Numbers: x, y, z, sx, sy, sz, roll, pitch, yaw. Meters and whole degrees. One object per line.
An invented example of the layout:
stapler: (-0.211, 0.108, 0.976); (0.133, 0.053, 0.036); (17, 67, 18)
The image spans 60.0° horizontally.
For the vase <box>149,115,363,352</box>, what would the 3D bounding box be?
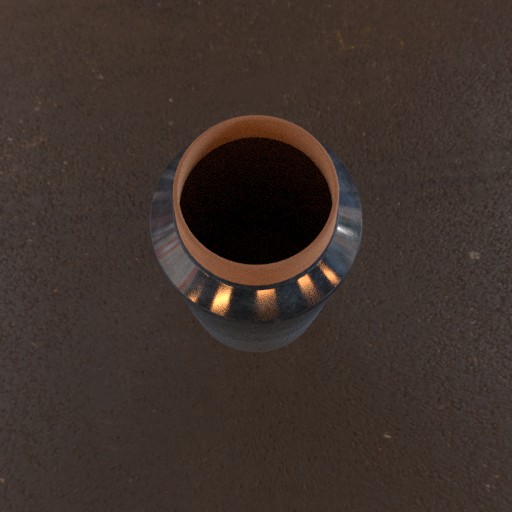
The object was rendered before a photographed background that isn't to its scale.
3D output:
vase: (0.000, 0.000, 0.407); (0.163, 0.316, 0.163); (0, 76, 0)
